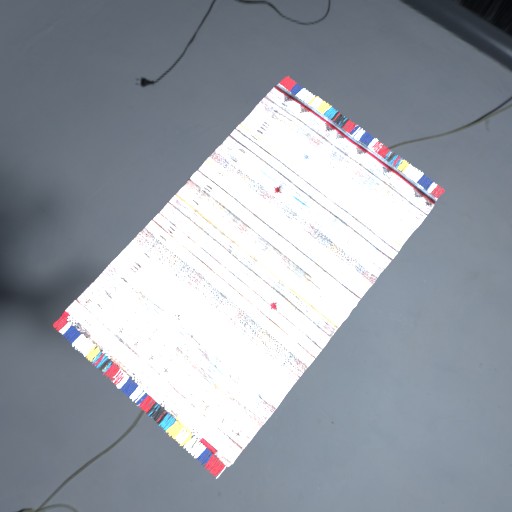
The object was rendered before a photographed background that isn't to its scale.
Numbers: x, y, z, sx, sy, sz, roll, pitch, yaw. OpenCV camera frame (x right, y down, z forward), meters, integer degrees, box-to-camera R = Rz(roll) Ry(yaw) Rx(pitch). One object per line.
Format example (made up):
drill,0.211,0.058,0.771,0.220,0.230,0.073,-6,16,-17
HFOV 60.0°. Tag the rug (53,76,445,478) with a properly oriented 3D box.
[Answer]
rug,0.000,0.000,3.013,1.465,0.012,2.465,39,80,8
